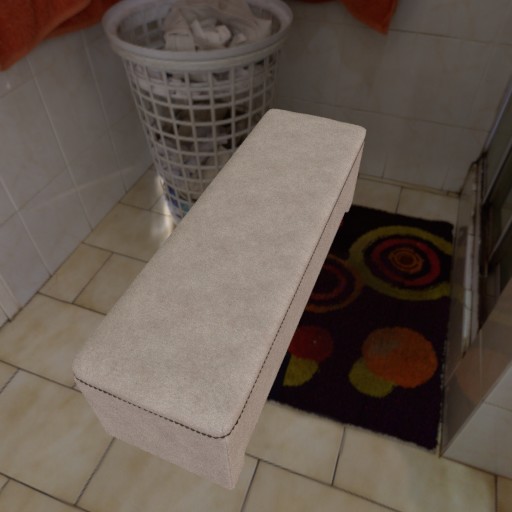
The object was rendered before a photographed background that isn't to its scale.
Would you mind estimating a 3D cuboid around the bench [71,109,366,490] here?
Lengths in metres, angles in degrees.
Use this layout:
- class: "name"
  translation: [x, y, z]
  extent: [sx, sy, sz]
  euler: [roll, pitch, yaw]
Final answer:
- class: "bench"
  translation: [0.000, 0.000, 1.696]
  extent: [0.470, 0.447, 1.482]
  euler: [17, 49, 15]
